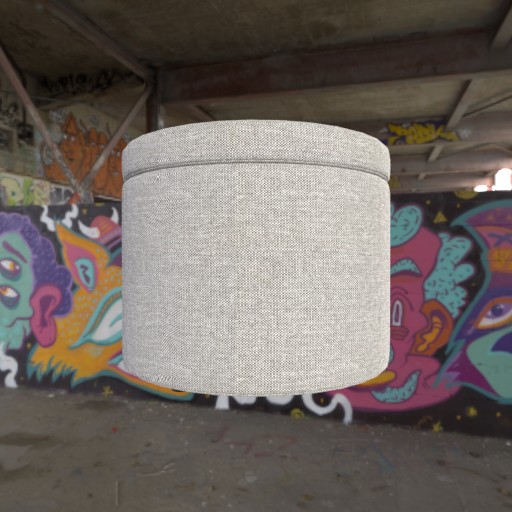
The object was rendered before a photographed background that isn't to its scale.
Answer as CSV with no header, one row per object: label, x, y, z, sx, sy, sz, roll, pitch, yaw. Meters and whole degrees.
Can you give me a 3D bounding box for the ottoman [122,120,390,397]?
ottoman,0.000,0.000,0.863,0.500,0.419,0.500,0,0,0
